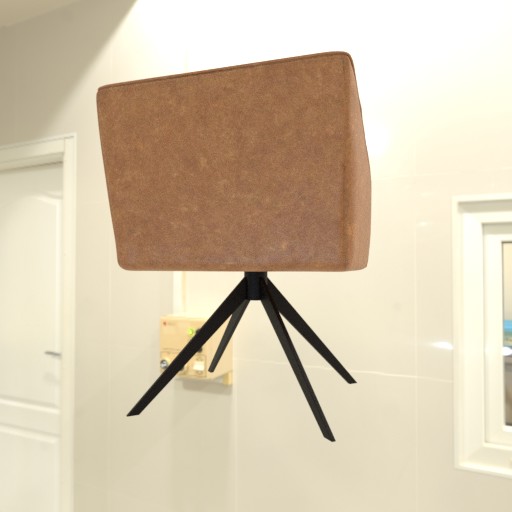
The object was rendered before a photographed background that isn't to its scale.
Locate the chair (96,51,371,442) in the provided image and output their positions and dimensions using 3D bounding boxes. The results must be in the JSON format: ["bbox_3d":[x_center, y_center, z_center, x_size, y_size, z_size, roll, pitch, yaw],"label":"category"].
[{"bbox_3d":[0.000,0.000,1.202,0.588,0.760,0.625,0,-1,18],"label":"chair"}]
